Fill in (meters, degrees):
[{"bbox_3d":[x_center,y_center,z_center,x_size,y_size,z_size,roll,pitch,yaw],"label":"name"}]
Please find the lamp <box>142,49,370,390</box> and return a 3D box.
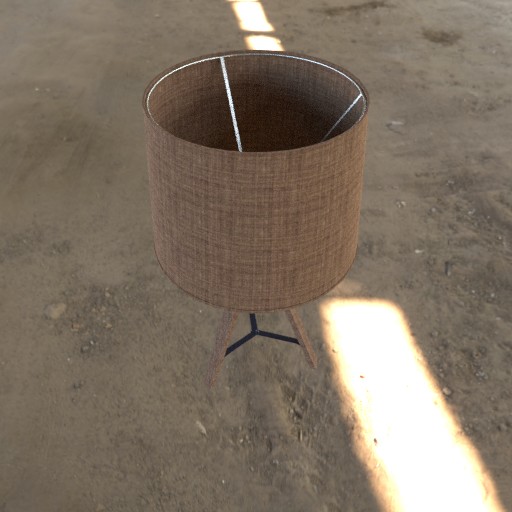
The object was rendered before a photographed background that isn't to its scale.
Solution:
[{"bbox_3d":[0.000,0.000,0.673,0.290,0.514,0.290,0,45,0],"label":"lamp"}]
